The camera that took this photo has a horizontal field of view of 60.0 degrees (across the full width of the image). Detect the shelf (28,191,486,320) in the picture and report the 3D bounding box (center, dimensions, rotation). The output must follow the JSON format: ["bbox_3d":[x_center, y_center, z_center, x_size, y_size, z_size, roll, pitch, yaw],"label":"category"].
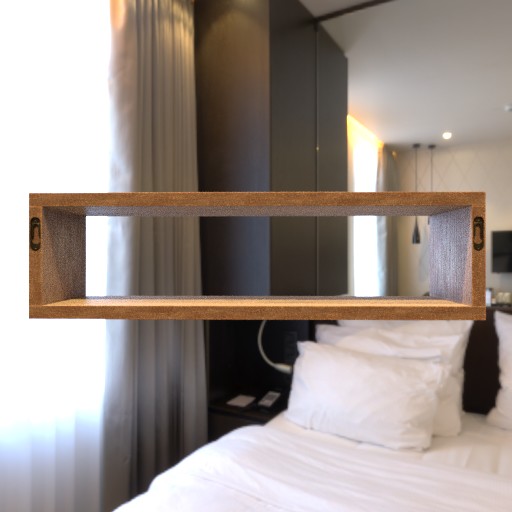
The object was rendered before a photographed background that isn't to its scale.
[{"bbox_3d":[0.000,0.000,0.665,0.610,0.170,0.150,0,0,1],"label":"shelf"}]
